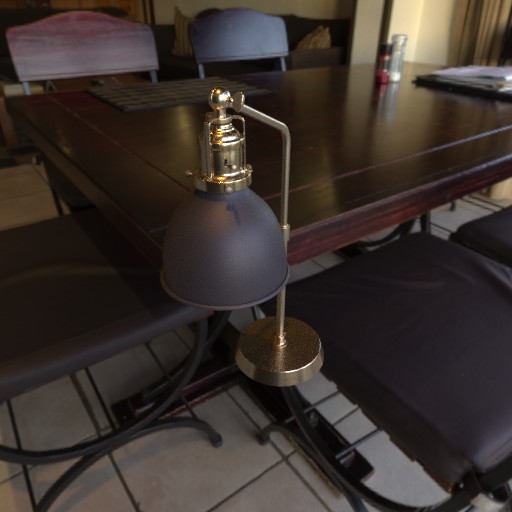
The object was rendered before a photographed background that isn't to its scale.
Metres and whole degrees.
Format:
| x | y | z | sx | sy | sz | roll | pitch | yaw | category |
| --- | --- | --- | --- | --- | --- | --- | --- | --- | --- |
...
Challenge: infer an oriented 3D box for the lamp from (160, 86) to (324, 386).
| x | y | z | sx | sy | sz | roll | pitch | yaw | category |
| --- | --- | --- | --- | --- | --- | --- | --- | --- | --- |
| 0.000 | 0.000 | 0.601 | 0.160 | 0.456 | 0.291 | 20 | 36 | 29 | lamp |
